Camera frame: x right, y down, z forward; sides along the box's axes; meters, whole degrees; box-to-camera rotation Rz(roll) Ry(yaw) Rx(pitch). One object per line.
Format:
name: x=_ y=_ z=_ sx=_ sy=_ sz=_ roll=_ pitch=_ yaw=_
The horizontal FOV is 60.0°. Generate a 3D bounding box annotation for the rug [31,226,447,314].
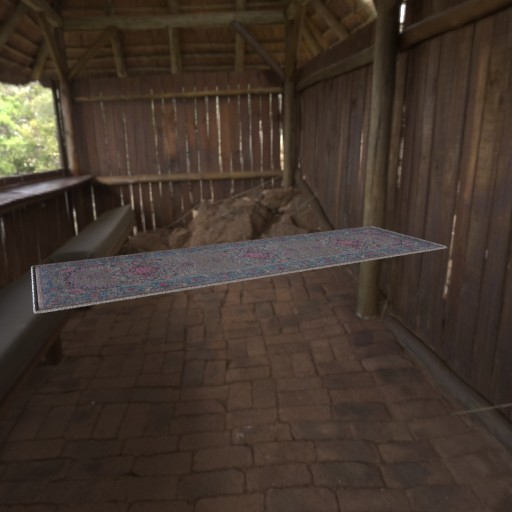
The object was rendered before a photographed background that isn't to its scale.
rug: x=0.000 y=0.000 z=2.011 sx=1.827 sy=0.012 sz=0.553 roll=-8 pitch=17 yaw=-26
